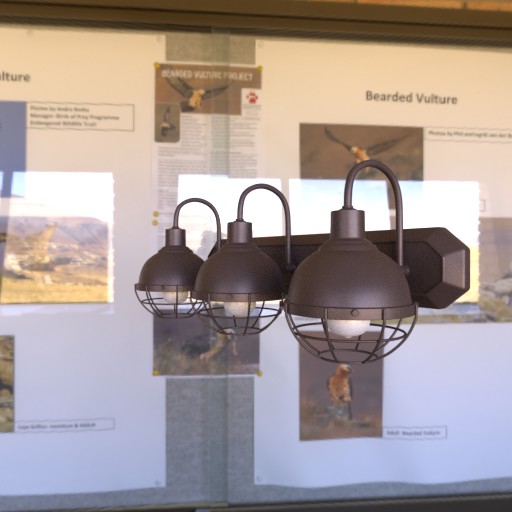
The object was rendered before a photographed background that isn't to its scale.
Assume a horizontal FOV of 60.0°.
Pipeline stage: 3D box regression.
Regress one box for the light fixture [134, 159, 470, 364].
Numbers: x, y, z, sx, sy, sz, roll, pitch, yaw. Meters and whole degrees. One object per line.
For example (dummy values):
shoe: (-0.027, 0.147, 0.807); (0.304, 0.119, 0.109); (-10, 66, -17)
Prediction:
light fixture: (0.000, 0.000, 0.766); (0.229, 0.254, 0.634); (0, 0, -37)
